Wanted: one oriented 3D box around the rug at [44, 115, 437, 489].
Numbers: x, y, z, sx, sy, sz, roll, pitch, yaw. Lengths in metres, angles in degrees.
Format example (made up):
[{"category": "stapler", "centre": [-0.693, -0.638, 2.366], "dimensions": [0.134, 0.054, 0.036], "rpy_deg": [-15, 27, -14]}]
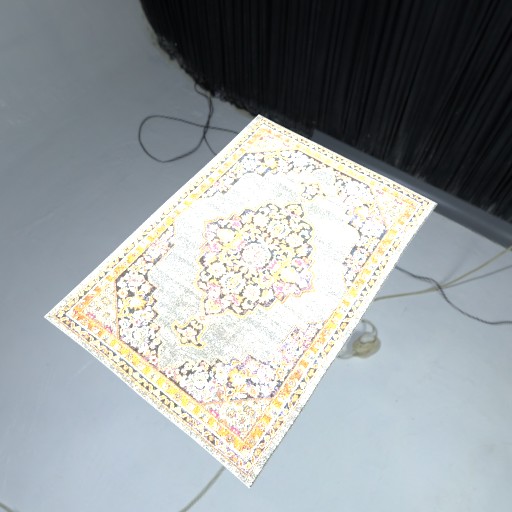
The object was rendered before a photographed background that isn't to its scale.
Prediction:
[{"category": "rug", "centre": [0.000, 0.000, 3.791], "dimensions": [2.043, 0.026, 2.901], "rpy_deg": [32, 64, 18]}]
